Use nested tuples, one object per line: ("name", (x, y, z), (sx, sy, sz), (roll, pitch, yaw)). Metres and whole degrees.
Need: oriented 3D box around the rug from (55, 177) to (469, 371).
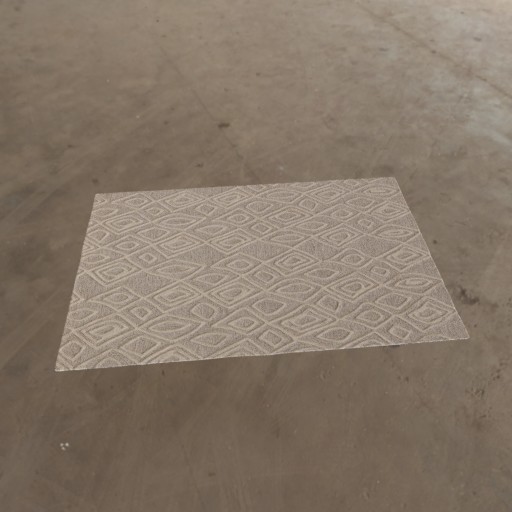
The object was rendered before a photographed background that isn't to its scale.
("rug", (0.000, 0.000, 3.091), (2.442, 0.010, 1.546), (-4, 49, -3))
